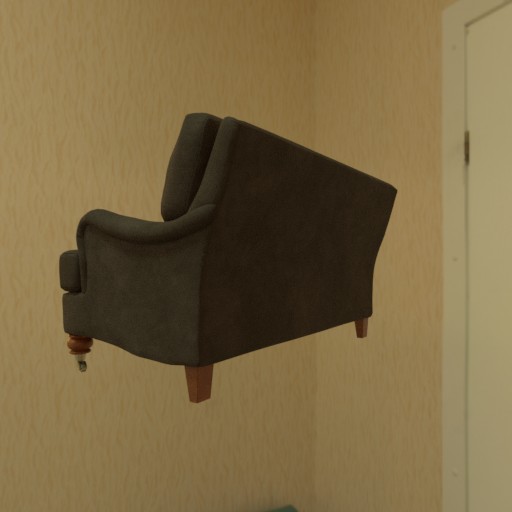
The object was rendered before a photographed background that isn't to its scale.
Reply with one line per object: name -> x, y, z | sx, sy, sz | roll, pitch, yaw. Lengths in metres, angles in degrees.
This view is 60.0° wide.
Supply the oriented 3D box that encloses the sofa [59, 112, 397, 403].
sofa -> 0.000, 0.000, 2.527 | 1.084, 1.101, 1.853 | 0, 0, 35
